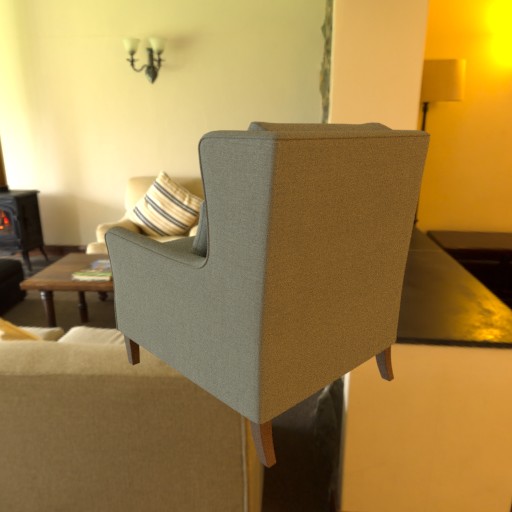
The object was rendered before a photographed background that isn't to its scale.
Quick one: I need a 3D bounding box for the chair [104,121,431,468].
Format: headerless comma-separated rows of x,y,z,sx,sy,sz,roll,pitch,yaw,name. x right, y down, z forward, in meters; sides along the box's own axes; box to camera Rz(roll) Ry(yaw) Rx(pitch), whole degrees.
0.000,0.000,1.831,0.866,1.056,1.040,-15,22,-41,chair
